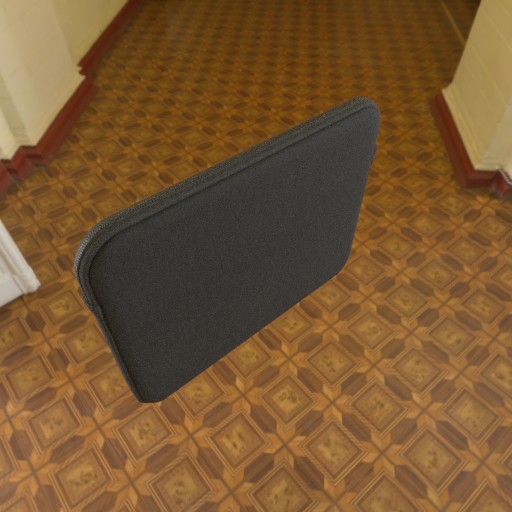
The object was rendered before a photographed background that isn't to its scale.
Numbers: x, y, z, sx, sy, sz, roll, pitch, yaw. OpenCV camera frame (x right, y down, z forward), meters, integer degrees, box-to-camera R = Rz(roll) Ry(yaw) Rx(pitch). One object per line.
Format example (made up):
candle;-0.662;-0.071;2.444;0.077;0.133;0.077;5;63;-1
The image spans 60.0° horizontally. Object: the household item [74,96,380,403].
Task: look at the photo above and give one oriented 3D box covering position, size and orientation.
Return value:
household item;0.000;0.000;0.536;0.396;0.305;0.030;-32;55;-26
